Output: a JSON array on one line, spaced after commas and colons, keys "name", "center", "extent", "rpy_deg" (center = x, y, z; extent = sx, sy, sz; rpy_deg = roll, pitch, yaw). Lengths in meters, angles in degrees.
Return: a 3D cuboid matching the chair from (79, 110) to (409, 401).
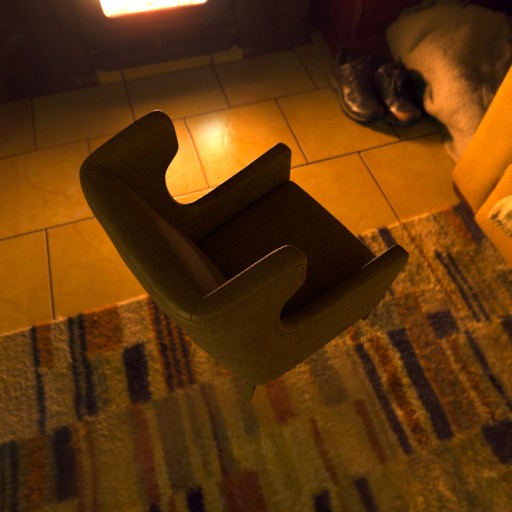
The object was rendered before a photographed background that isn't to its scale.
[{"name": "chair", "center": [0.000, 0.000, 1.696], "extent": [0.899, 1.079, 0.769], "rpy_deg": [-34, 64, -19]}]
